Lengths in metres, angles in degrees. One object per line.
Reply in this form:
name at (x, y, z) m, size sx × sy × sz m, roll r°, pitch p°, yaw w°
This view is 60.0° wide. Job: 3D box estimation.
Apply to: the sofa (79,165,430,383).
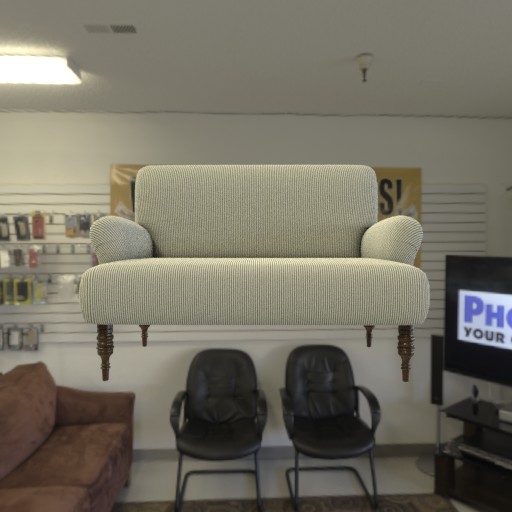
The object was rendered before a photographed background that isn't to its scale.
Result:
sofa at (0.000, 0.000, 1.883) m, size 1.297 × 0.889 × 0.779 m, roll 0°, pitch 1°, yaw 1°
